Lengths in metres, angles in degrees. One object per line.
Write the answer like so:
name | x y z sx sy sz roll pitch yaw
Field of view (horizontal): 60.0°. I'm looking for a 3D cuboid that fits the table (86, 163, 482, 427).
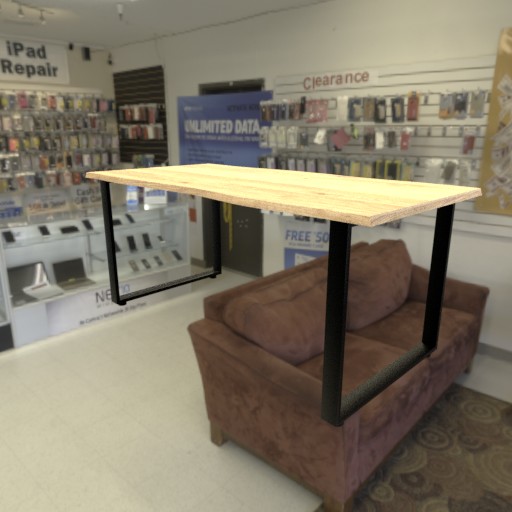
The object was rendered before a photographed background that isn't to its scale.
table | 0.000 0.000 2.264 0.900 0.780 1.800 -15 22 -42
